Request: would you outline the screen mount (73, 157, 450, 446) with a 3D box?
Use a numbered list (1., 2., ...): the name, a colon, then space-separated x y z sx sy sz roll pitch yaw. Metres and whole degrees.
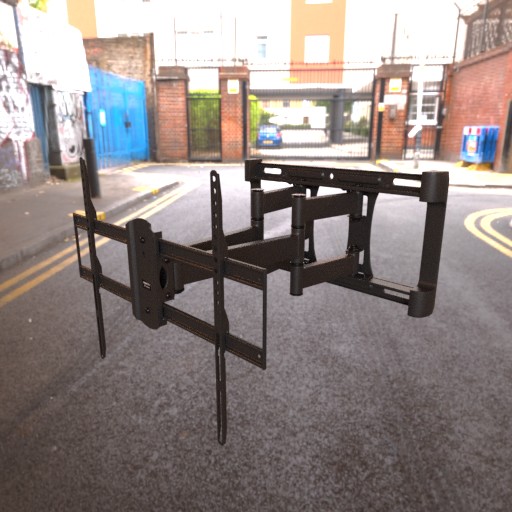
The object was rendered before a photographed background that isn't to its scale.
1. screen mount: 0.000 0.000 1.103 0.661 0.491 0.644 15 22 42
